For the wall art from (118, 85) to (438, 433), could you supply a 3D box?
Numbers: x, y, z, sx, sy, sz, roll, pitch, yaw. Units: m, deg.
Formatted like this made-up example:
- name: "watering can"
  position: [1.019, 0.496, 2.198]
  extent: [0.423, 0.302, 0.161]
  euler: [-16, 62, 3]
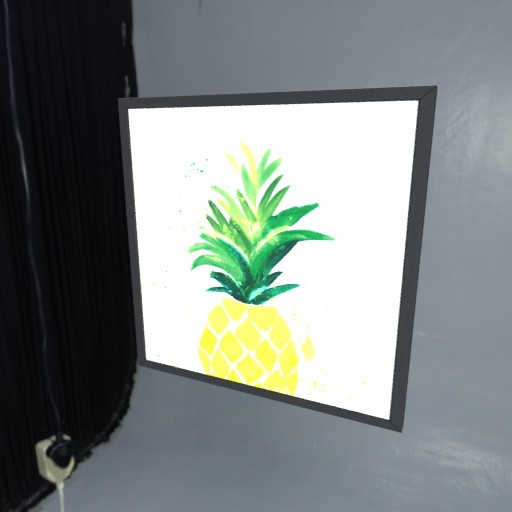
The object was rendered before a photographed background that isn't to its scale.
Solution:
- name: "wall art"
  position: [0.000, 0.000, 1.100]
  extent: [0.762, 0.760, 0.037]
  euler: [7, 17, 23]
